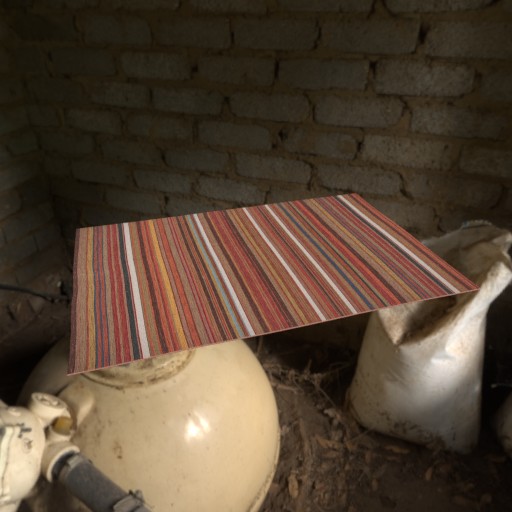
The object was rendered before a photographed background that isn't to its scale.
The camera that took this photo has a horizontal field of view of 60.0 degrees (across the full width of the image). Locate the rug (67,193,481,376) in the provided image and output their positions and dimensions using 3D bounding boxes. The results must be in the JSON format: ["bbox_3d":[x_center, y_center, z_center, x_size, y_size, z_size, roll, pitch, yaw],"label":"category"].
[{"bbox_3d":[0.000,0.000,2.333,1.828,0.007,1.217,-9,32,-15],"label":"rug"}]
